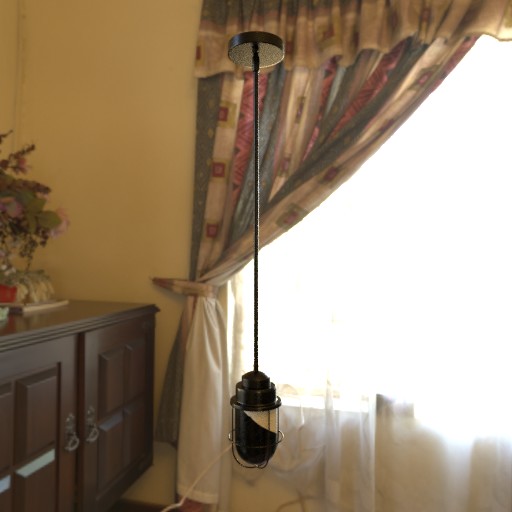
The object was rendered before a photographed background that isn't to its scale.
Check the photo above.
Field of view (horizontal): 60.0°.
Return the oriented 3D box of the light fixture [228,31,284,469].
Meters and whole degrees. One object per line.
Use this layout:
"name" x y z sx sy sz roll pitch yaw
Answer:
"light fixture" 0.000 0.000 0.967 0.123 0.920 0.123 0 0 -1
